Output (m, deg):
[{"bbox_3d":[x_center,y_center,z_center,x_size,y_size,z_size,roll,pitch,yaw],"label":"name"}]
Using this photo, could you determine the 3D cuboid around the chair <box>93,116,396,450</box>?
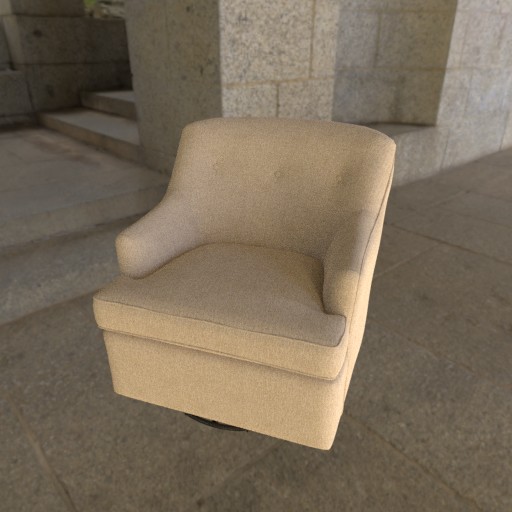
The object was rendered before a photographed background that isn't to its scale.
[{"bbox_3d":[0.000,0.000,1.622,0.864,0.856,0.923,9,27,17],"label":"chair"}]
